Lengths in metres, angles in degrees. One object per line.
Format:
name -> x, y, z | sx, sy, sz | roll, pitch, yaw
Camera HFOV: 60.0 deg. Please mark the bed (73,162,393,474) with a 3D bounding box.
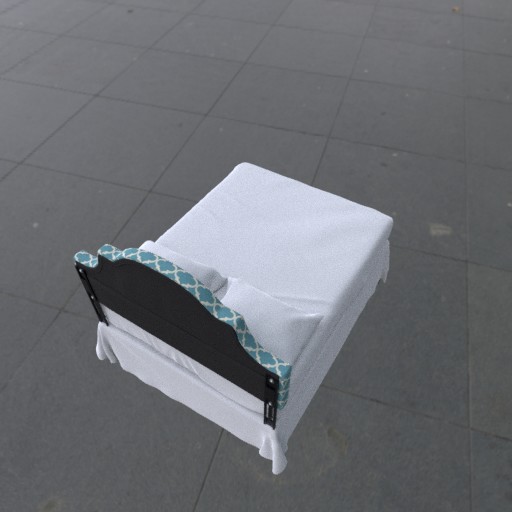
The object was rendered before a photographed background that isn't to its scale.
bed -> 0.000, 0.000, 3.439 | 1.780, 1.633, 2.222 | 25, 52, 21
